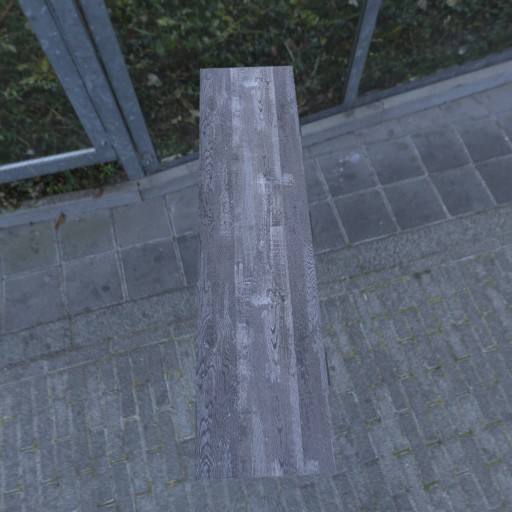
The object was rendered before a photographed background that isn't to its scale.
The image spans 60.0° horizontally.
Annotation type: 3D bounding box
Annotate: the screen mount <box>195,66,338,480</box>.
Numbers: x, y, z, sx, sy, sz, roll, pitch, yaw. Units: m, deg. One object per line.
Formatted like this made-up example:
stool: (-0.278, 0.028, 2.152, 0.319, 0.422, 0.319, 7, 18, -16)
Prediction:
screen mount: (0.000, 0.000, 1.714, 0.395, 0.450, 1.524, -2, 64, -1)
